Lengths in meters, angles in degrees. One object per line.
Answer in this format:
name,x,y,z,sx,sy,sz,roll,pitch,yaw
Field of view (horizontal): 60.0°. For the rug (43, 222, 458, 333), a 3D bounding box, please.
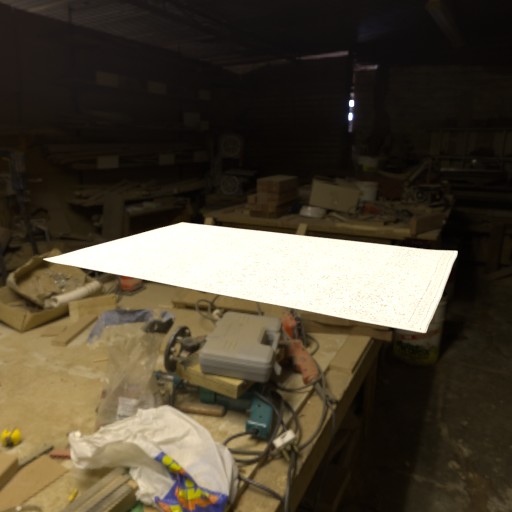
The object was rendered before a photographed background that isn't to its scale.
rug,0.000,0.000,3.047,2.434,0.023,1.518,8,17,27
